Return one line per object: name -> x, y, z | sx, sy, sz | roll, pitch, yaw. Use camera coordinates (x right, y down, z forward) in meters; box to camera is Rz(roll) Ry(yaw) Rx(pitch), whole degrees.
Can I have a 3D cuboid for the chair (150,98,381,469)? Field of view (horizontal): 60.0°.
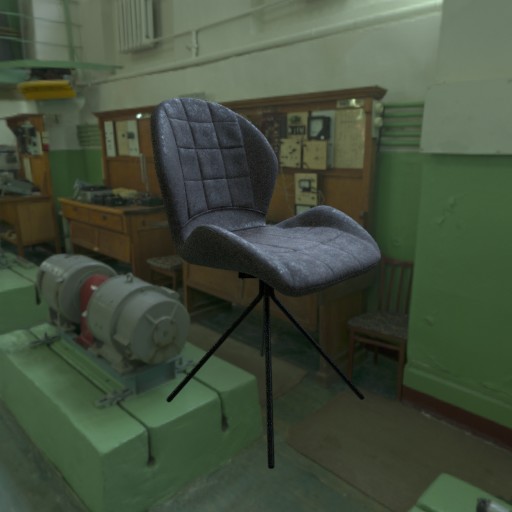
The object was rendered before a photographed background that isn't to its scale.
chair -> 0.000, 0.000, 1.326 | 0.640, 0.934, 0.527 | 13, 19, 42
